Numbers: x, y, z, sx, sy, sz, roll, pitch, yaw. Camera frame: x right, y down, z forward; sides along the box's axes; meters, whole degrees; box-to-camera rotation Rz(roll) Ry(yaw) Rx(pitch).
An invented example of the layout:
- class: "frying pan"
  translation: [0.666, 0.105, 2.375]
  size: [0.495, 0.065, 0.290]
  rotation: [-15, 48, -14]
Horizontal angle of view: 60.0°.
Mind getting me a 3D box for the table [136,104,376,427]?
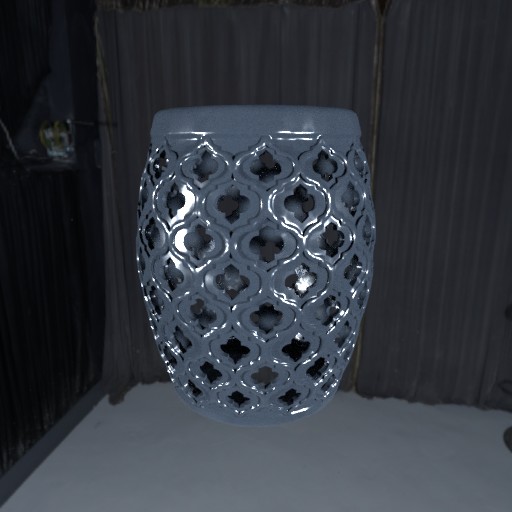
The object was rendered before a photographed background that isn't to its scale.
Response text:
- class: "table"
  translation: [0.000, 0.000, 0.628]
  size: [0.325, 0.388, 0.325]
  rotation: [0, 14, 0]
